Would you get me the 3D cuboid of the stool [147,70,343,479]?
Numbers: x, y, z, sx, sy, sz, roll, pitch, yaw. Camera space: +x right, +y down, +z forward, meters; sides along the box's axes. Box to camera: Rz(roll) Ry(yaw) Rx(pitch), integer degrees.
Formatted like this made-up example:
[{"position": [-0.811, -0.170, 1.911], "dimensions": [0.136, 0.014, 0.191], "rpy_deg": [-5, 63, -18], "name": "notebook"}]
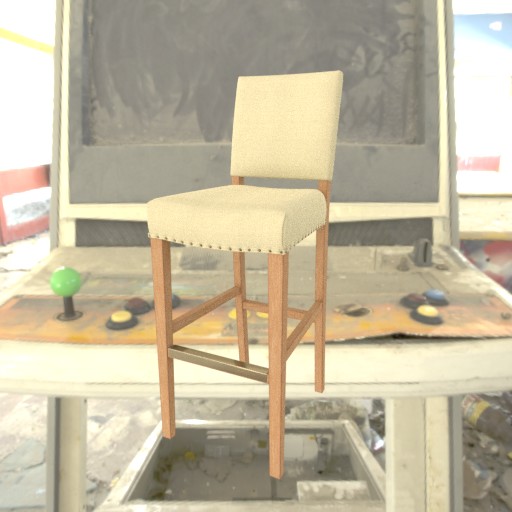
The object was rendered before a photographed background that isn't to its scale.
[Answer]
[{"position": [0.000, 0.000, 1.429], "dimensions": [0.428, 1.143, 0.546], "rpy_deg": [8, 17, 26], "name": "stool"}]
